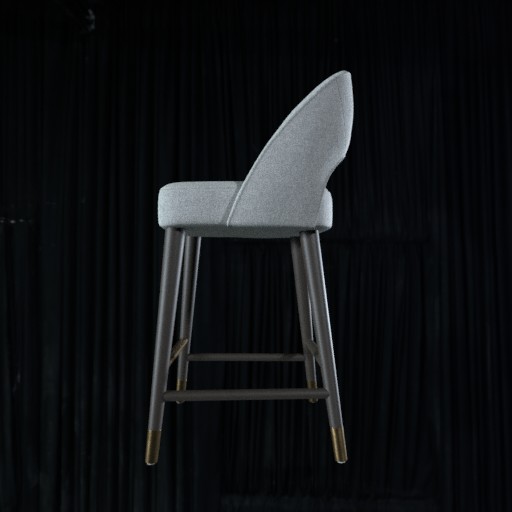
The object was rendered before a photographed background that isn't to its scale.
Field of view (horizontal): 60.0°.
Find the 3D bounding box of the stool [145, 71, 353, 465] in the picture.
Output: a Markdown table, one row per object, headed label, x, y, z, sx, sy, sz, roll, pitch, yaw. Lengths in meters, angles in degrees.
| label | x | y | z | sx | sy | sz | roll | pitch | yaw |
| --- | --- | --- | --- | --- | --- | --- | --- | --- | --- |
| stool | 0.000 | 0.000 | 1.224 | 0.509 | 0.940 | 0.494 | 0 | 0 | -1 |
